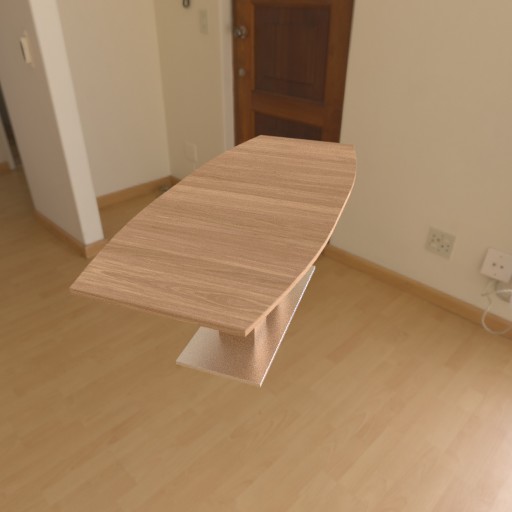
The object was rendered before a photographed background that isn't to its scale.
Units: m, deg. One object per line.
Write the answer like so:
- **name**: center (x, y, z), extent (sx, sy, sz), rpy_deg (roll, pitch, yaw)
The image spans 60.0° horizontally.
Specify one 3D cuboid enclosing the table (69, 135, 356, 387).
- **table**: center (0.000, 0.000, 2.479), extent (0.900, 0.750, 2.032), rpy_deg (11, 33, 17)
